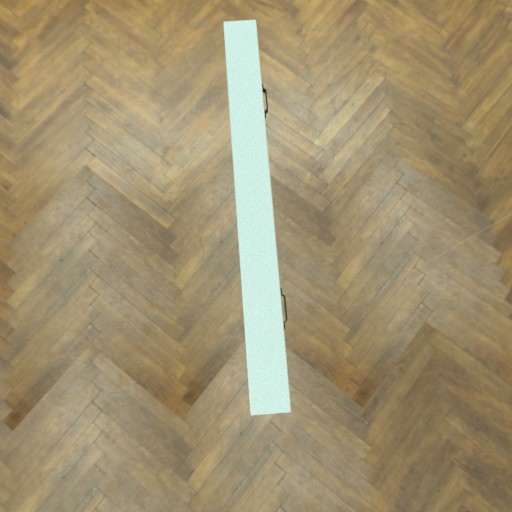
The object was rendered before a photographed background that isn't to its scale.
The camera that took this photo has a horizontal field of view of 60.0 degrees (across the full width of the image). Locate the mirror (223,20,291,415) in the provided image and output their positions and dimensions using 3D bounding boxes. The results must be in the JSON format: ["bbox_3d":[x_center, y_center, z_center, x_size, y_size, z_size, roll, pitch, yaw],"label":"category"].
[{"bbox_3d":[0.000,0.000,0.681,0.041,0.509,0.406,-4,77,-1],"label":"mirror"}]
